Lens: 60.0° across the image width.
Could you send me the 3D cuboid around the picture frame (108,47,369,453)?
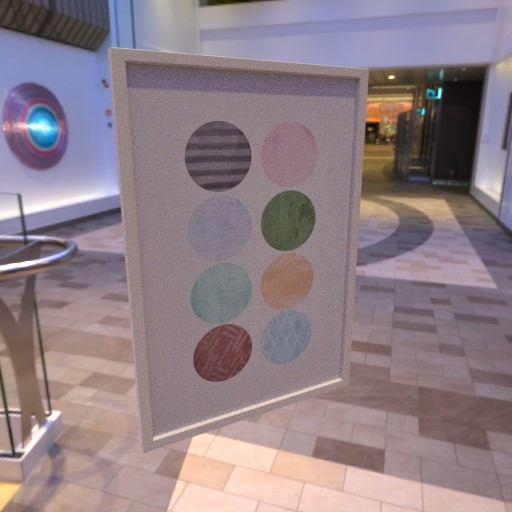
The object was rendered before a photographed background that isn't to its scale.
[{"bbox_3d":[0.000,0.000,0.533,0.305,0.434,0.013,-8,18,-27],"label":"picture frame"}]
